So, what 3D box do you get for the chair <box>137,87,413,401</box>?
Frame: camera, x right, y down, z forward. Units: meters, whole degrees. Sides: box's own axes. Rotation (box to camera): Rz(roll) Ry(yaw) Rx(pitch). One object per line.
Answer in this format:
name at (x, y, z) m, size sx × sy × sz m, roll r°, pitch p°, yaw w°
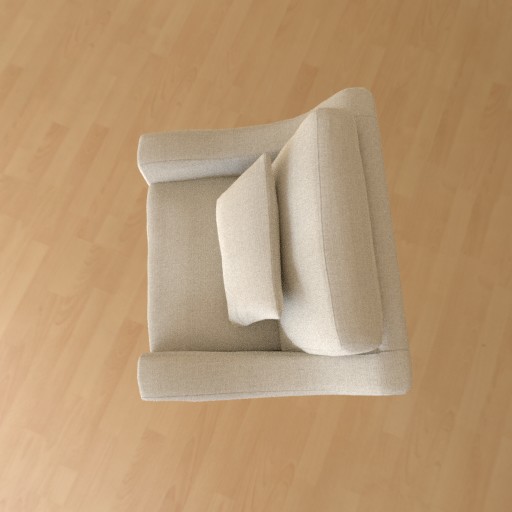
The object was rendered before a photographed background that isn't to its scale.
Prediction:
chair at (0.000, 0.000, 1.945) m, size 1.009 × 1.016 × 1.178 m, roll -4°, pitch 77°, yaw -1°
